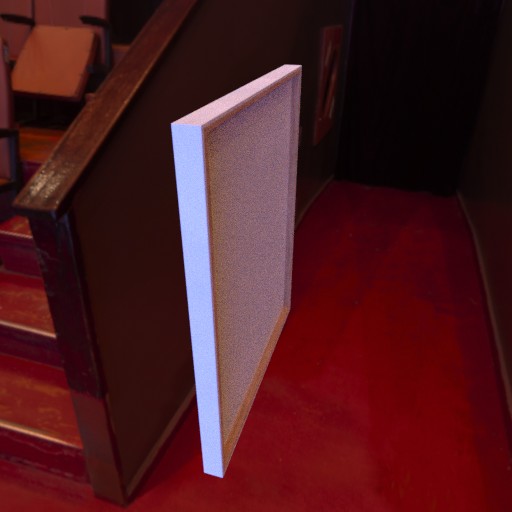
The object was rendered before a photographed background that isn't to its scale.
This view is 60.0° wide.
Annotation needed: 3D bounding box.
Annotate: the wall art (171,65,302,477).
[{"bbox_3d":[0.000,0.000,0.833,0.037,0.606,0.508,9,31,15],"label":"wall art"}]
